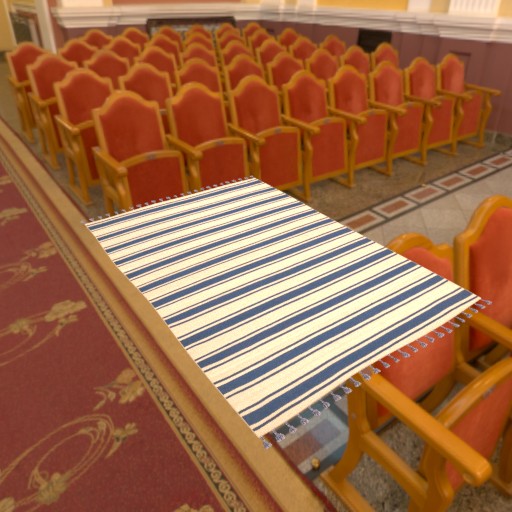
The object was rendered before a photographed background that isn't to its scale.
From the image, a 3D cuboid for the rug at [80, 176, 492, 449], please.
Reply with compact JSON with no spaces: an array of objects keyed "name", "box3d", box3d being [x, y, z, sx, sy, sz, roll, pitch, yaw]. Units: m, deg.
[{"name":"rug","box3d":[0.000,0.000,2.835,1.544,0.010,2.315,-21,37,-30]}]
